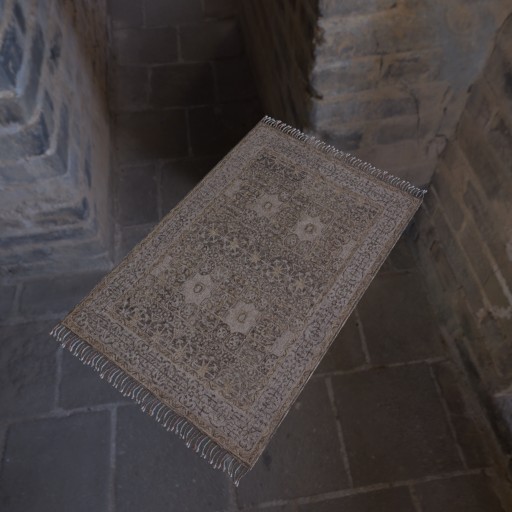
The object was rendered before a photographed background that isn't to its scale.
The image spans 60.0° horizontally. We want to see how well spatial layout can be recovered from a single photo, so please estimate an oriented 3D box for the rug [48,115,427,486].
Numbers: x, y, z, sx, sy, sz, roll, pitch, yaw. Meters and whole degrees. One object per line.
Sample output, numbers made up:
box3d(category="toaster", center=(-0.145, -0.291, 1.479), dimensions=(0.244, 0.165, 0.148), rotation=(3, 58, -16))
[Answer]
box3d(category="rug", center=(0.000, 0.000, 2.547), dimensions=(1.237, 0.010, 2.029), rotation=(31, 63, 17))
